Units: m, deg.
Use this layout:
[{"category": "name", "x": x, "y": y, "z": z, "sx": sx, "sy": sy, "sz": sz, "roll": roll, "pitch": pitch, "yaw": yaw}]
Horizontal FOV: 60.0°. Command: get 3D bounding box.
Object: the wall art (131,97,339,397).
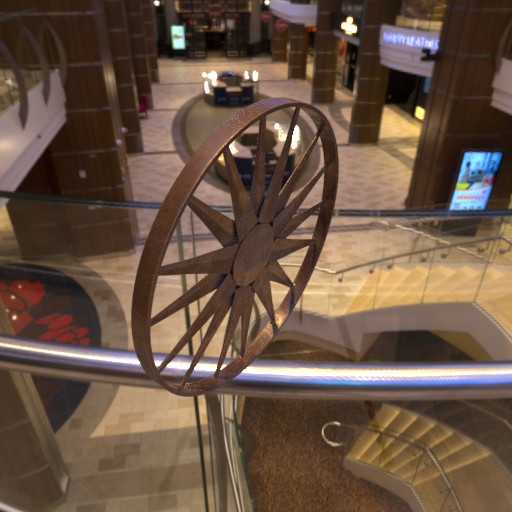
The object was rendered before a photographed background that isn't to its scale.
[{"category": "wall art", "x": 0.000, "y": 0.000, "z": 0.853, "sx": 0.084, "sy": 0.583, "sz": 0.582, "roll": 22, "pitch": 38, "yaw": 30}]
